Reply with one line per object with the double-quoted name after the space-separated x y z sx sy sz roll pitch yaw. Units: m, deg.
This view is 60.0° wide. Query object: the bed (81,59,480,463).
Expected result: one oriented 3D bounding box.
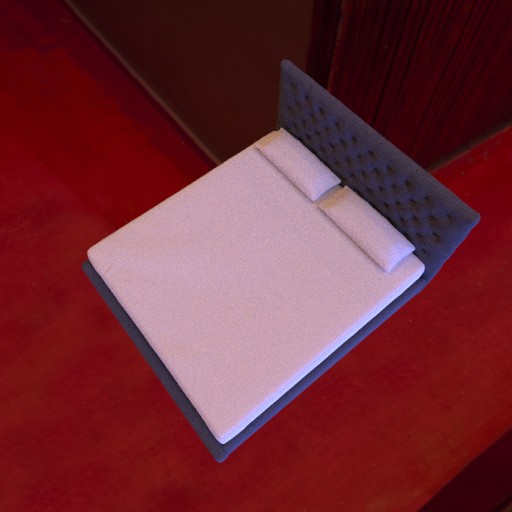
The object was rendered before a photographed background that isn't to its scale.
0.000 0.000 3.683 2.387 1.427 2.078 -36 68 -17 "bed"
